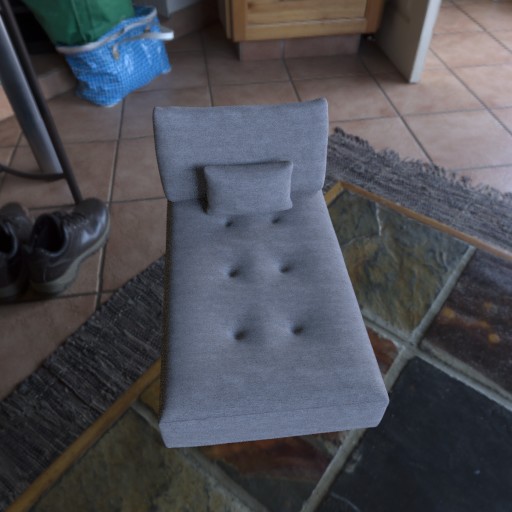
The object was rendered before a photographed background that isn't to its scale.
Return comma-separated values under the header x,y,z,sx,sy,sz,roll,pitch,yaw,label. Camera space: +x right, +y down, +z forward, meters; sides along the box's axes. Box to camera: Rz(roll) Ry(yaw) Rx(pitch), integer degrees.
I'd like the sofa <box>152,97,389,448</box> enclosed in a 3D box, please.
x,y,z,sx,sy,sz,roll,pitch,yaw,label
0.000,0.000,2.080,0.930,0.820,1.450,-4,47,-4,sofa
